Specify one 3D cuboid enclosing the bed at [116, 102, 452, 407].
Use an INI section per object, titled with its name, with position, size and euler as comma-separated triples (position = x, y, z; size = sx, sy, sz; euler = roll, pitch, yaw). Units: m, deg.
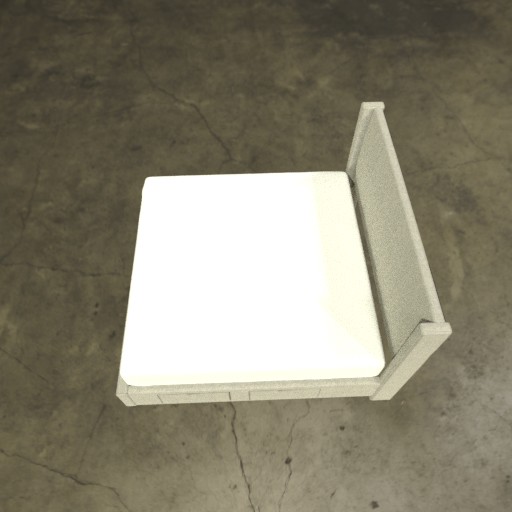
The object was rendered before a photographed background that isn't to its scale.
[bed]
position = 0.000, 0.000, 3.813
size = 2.280, 1.470, 2.140
euler = -2, 57, -1
